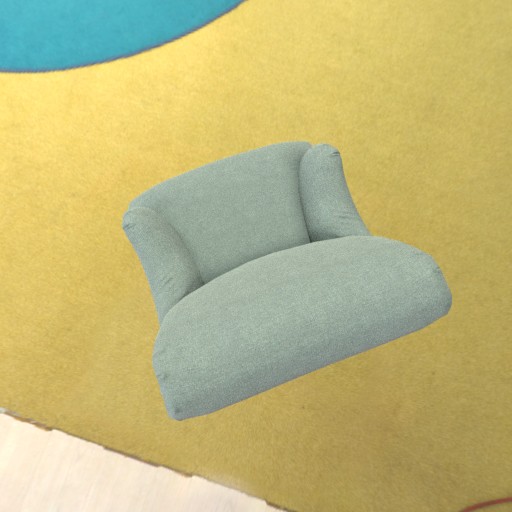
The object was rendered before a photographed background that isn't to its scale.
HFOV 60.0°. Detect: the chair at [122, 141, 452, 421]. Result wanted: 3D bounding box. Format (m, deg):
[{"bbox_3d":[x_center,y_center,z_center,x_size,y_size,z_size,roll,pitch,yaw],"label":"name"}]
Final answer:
[{"bbox_3d":[0.000,0.000,1.929,0.964,1.178,1.060,-20,75,-6],"label":"chair"}]
